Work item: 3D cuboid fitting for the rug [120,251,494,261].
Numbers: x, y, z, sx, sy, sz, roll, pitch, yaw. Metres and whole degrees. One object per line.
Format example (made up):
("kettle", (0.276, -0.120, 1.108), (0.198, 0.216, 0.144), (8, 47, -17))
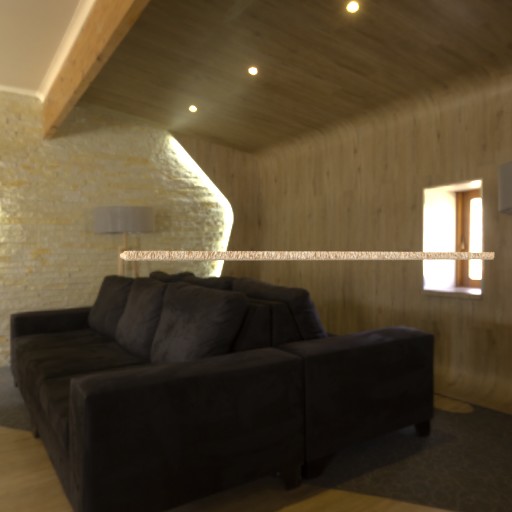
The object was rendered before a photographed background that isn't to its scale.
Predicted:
("rug", (0.000, 0.000, 2.061), (1.199, 0.025, 1.600), (0, 0, -17))
